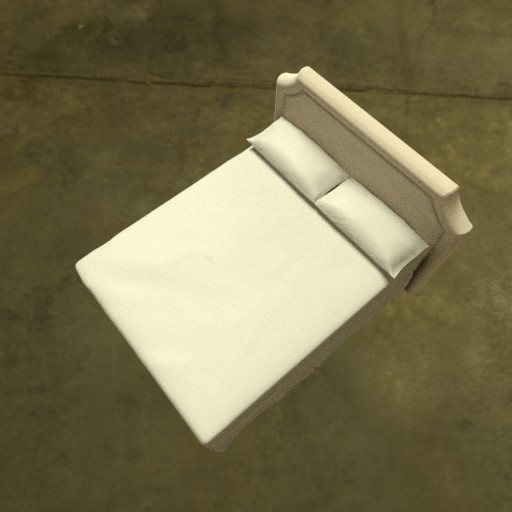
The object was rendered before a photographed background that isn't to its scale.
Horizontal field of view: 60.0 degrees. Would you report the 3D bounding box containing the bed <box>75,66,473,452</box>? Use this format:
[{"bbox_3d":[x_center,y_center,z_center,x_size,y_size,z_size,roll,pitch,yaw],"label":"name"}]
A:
[{"bbox_3d":[0.000,0.000,3.230,2.164,1.297,1.828,-37,70,-16],"label":"bed"}]
